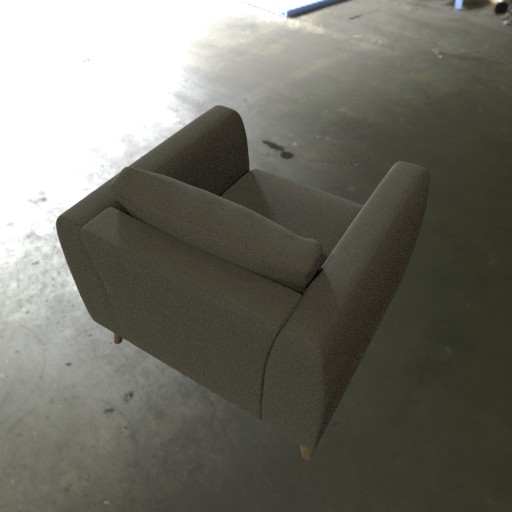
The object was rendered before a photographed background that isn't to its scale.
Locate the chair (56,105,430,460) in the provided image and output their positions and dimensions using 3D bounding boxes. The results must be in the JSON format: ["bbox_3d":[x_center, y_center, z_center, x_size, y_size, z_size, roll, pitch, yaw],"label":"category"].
[{"bbox_3d":[0.000,0.000,1.697,1.000,0.860,0.930,24,50,21],"label":"chair"}]
